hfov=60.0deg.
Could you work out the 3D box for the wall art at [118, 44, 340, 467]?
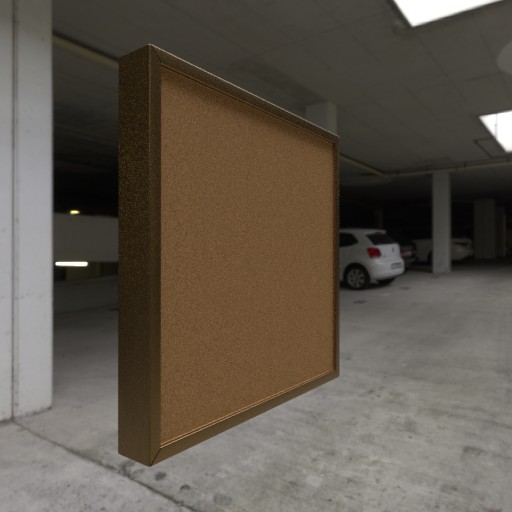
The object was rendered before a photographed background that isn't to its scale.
[{"bbox_3d":[0.000,0.000,0.451,0.037,0.305,0.305,0,0,37],"label":"wall art"}]
